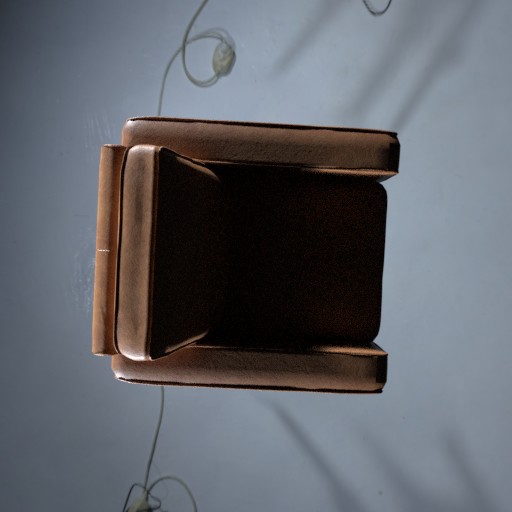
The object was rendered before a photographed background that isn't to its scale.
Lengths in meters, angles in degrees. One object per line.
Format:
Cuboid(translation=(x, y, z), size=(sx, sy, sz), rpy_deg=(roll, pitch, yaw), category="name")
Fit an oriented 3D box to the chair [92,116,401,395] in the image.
Cuboid(translation=(0.000, 0.000, 1.704), size=(1.027, 0.901, 0.987), rpy_deg=(0, 91, -1), category="chair")
